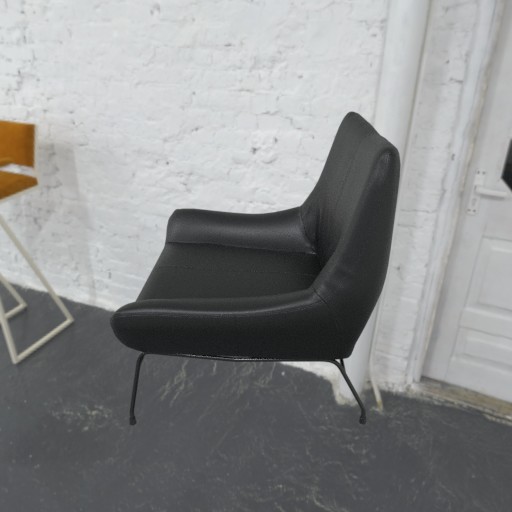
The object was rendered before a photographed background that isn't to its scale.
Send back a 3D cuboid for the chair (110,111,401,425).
[{"bbox_3d":[0.000,0.000,1.599,0.826,0.922,0.836,1,26,2],"label":"chair"}]
